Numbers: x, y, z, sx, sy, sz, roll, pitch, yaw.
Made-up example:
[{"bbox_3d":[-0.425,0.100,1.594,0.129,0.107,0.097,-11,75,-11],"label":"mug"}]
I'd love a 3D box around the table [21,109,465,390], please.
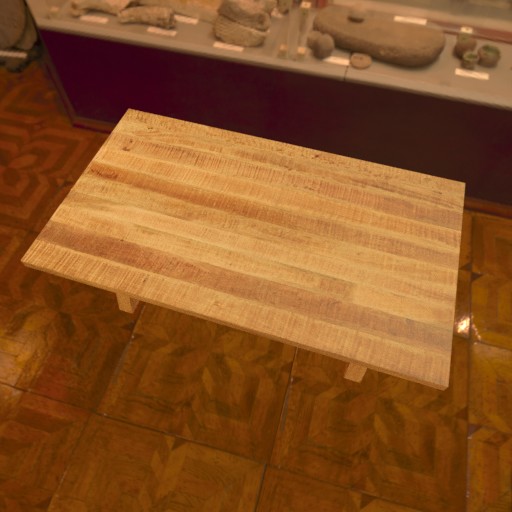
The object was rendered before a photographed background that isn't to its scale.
[{"bbox_3d":[0.000,0.000,1.678,1.320,0.455,0.760,15,59,9],"label":"table"}]
